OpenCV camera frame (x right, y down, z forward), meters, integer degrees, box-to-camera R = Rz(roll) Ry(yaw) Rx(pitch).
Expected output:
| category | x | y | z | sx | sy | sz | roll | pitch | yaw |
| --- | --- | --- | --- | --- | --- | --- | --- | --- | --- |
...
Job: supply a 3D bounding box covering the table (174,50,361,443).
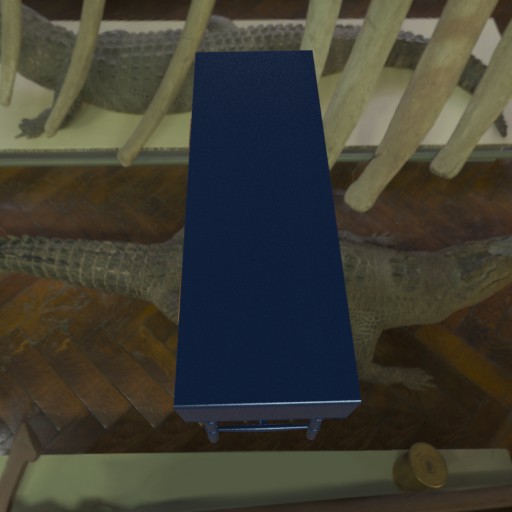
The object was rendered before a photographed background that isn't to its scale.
| category | x | y | z | sx | sy | sz | roll | pitch | yaw |
| --- | --- | --- | --- | --- | --- | --- | --- | --- | --- |
| table | 0.000 | 0.000 | 1.494 | 0.399 | 0.749 | 1.118 | -1 | 61 | -1 |
